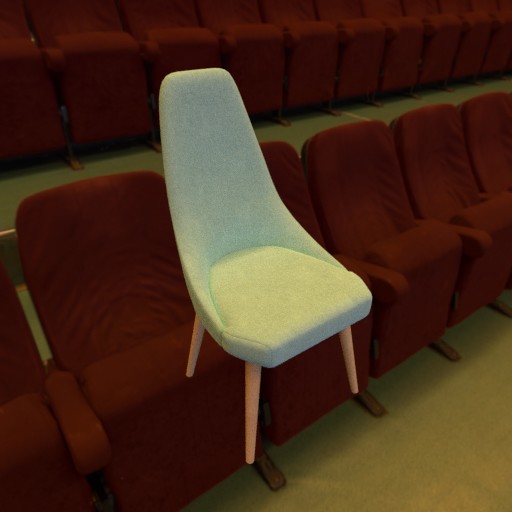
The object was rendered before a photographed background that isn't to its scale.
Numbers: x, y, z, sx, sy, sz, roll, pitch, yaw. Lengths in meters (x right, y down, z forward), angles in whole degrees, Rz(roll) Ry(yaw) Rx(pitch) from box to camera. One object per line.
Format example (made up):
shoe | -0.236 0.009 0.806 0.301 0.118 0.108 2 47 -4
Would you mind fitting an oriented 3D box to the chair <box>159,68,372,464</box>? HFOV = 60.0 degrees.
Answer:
chair | 0.000 0.000 1.419 0.510 1.040 0.660 -21 36 -31
